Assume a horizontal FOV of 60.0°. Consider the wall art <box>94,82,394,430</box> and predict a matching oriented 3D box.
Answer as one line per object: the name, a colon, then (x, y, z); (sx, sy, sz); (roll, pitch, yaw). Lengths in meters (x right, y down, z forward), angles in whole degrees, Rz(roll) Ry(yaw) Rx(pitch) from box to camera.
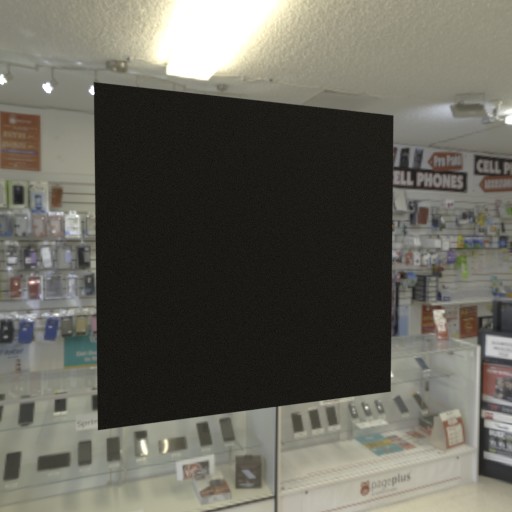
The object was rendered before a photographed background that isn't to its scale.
wall art: (0.000, 0.000, 0.453); (0.308, 0.305, 0.030); (-1, 2, -19)
